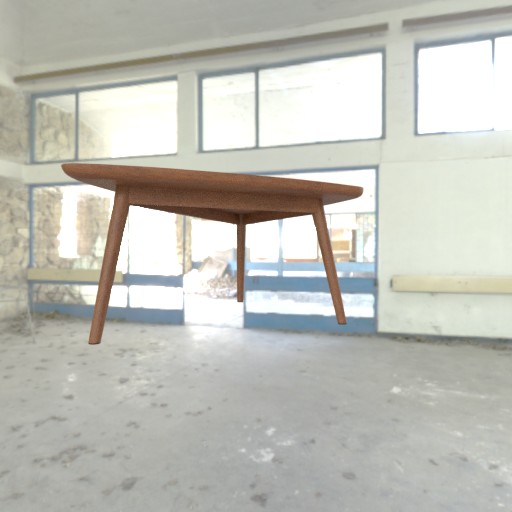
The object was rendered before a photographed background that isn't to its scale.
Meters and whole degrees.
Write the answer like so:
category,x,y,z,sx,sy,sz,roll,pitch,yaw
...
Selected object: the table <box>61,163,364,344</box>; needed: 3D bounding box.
category,x,y,z,sx,sy,sz,roll,pitch,yaw
table,0.000,0.000,1.270,0.601,0.365,1.008,0,0,19
